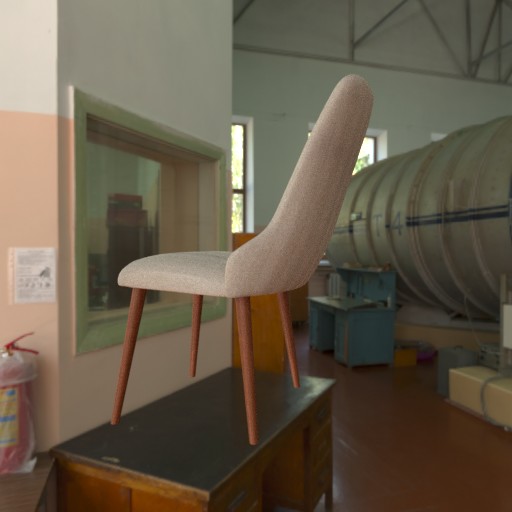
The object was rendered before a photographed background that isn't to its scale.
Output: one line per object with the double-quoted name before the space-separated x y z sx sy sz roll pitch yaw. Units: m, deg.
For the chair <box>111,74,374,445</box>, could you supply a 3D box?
"chair" 0.000 0.000 1.336 0.684 0.917 0.526 0 1 18
